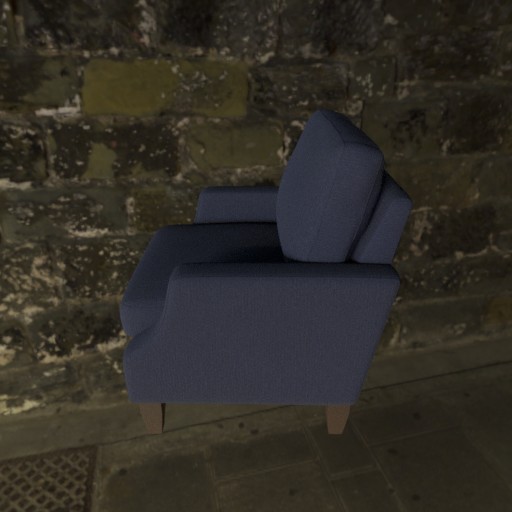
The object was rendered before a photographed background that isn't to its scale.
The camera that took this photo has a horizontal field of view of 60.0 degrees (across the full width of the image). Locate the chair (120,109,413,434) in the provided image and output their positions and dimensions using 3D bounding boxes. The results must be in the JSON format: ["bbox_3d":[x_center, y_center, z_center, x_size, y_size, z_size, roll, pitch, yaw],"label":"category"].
[{"bbox_3d":[0.000,0.000,1.673,0.897,0.991,0.855,0,26,0],"label":"chair"}]
